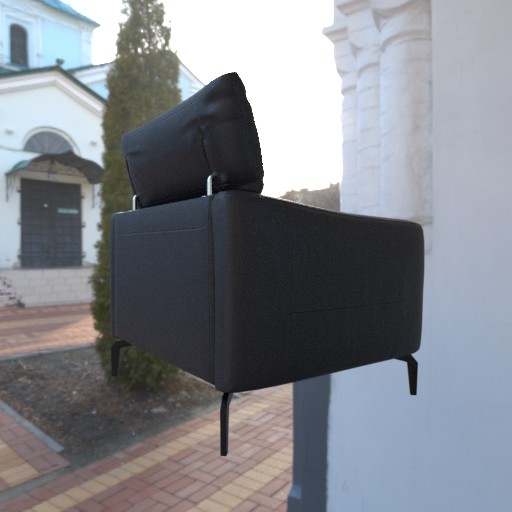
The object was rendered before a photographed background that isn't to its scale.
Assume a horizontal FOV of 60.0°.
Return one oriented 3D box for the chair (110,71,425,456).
[{"bbox_3d":[0.000,0.000,1.630,0.809,0.949,0.976,-1,1,-36],"label":"chair"}]
